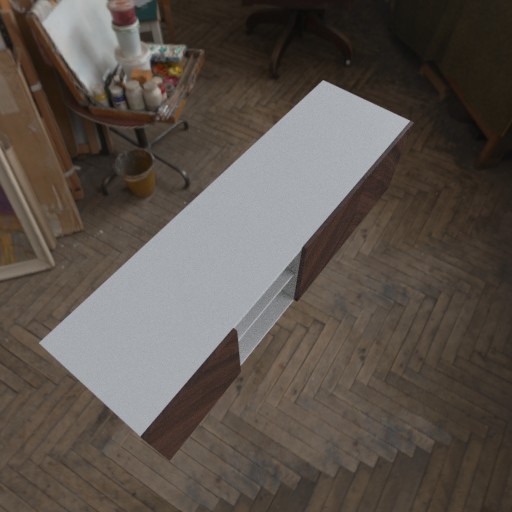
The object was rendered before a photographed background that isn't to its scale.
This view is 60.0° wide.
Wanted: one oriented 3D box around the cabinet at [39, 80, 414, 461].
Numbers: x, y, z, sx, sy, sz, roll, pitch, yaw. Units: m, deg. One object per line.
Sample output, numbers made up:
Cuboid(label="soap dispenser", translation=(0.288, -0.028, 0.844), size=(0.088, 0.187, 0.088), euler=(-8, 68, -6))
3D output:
Cuboid(label="cabinet", translation=(0.000, 0.000, 1.751), size=(0.431, 0.533, 1.499), euler=(33, 64, 19))
